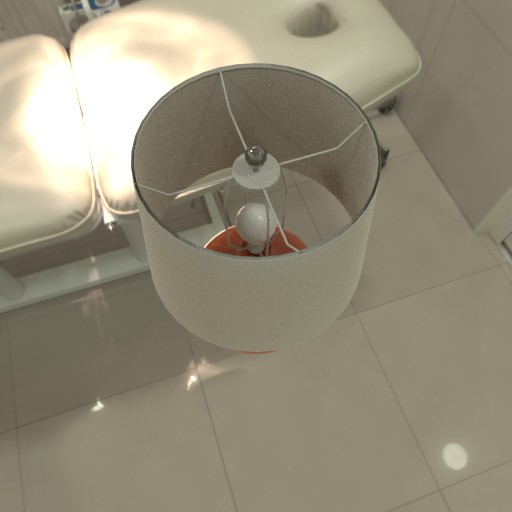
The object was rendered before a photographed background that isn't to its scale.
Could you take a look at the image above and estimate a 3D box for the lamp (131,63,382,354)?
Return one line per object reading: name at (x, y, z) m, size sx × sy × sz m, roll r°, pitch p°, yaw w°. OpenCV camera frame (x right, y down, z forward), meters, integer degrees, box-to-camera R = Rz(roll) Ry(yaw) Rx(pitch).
lamp at (0.000, 0.000, 0.536) m, size 0.247 × 0.387 × 0.247 m, roll 0°, pitch 63°, yaw 0°
